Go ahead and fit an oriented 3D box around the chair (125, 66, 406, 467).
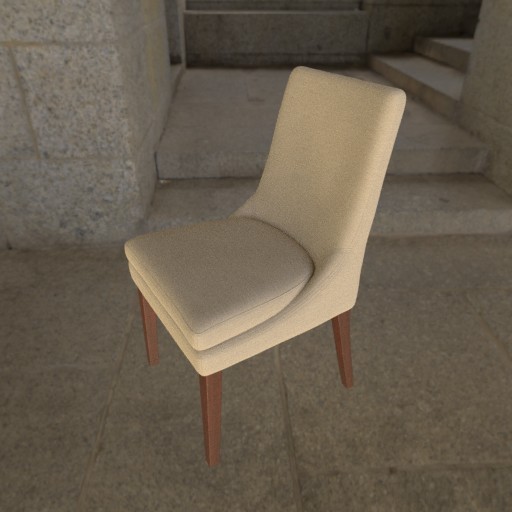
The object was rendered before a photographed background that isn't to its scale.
[{"bbox_3d":[0.000,0.000,1.298,0.638,0.940,0.515,-19,37,-27],"label":"chair"}]
